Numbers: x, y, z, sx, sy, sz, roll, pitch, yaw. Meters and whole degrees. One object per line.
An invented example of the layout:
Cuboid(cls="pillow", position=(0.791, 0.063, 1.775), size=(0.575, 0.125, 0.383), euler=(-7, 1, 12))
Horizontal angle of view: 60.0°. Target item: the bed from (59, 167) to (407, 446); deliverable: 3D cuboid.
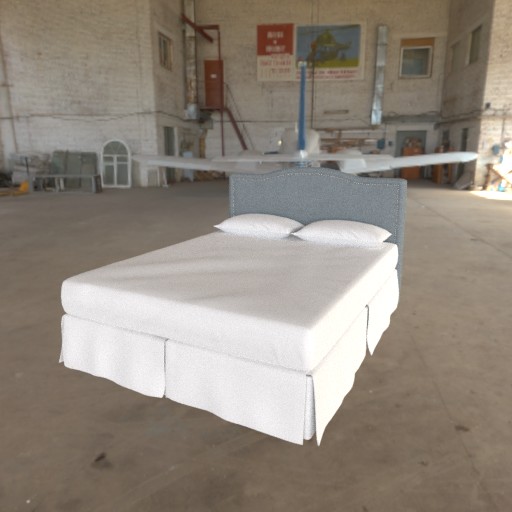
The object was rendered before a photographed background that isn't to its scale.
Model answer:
Cuboid(cls="bed", position=(0.000, 0.000, 3.947), size=(2.161, 1.457, 2.689), euler=(7, 16, 27))
